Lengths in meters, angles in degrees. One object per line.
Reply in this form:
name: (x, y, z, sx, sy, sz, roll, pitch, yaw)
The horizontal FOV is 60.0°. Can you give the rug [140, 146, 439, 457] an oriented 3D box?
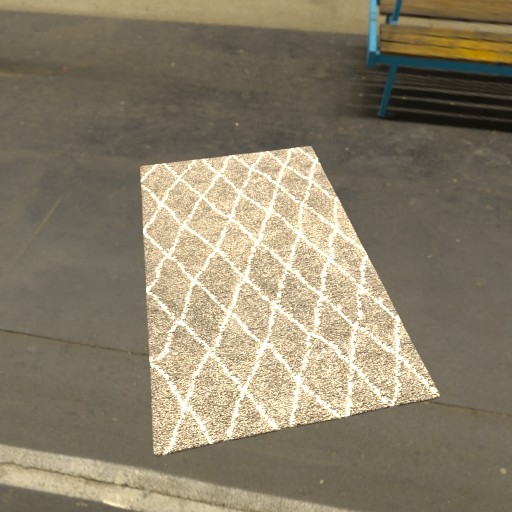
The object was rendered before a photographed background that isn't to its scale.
rug: (0.000, 0.000, 3.089, 1.524, 0.030, 2.438, -9, 48, -8)
